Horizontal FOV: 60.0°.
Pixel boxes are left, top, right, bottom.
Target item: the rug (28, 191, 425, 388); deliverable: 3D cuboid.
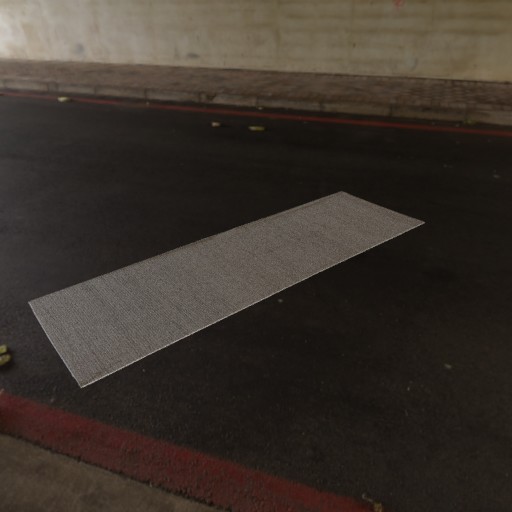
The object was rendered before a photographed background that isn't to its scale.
[{"bbox_3d":[0.000,0.000,2.648,2.390,0.014,0.741,-22,37,-33],"label":"rug"}]
